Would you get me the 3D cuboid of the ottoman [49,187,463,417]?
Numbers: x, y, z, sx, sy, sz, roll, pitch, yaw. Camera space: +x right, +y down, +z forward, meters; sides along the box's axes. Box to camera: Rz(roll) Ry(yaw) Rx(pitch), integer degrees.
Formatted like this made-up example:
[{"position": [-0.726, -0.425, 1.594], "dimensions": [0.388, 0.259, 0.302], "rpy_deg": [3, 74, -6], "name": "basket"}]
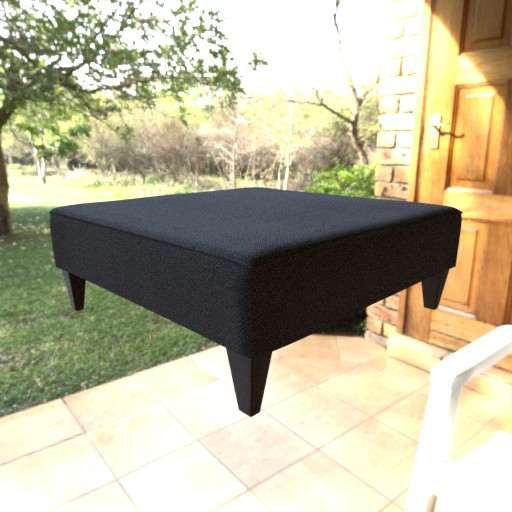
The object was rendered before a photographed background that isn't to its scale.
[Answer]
[{"position": [0.000, 0.000, 1.485], "dimensions": [0.981, 0.378, 0.970], "rpy_deg": [-14, 19, -43], "name": "ottoman"}]
